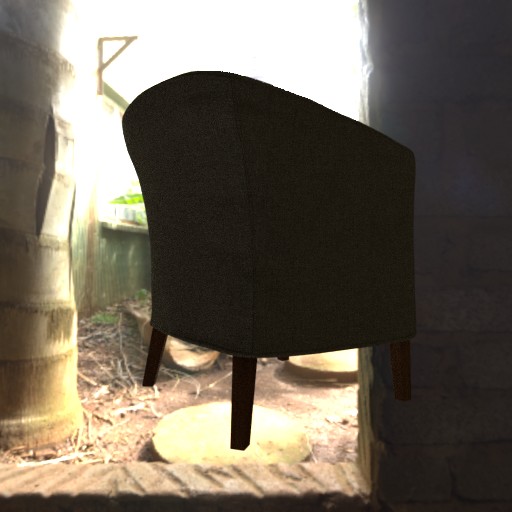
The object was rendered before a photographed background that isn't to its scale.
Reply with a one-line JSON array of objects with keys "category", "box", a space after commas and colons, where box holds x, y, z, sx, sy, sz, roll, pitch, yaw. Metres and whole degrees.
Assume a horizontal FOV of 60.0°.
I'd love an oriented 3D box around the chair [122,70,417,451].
[{"category": "chair", "box": [0.000, 0.000, 1.227, 0.668, 0.771, 0.600, -1, 1, -35]}]
